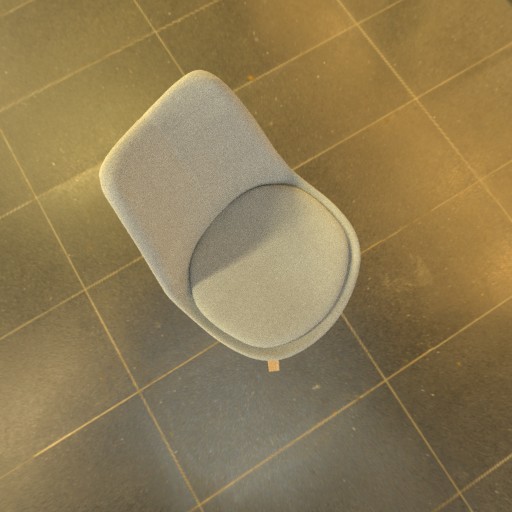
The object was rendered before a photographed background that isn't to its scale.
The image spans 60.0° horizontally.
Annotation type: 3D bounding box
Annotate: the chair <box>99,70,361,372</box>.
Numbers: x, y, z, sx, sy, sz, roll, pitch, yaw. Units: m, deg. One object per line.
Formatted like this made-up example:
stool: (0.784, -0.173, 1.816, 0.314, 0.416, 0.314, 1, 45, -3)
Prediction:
chair: (0.000, 0.000, 1.199, 0.549, 0.863, 0.474, 38, 79, 8)
